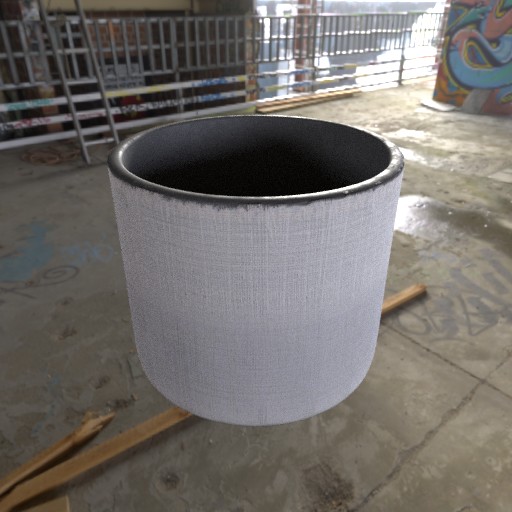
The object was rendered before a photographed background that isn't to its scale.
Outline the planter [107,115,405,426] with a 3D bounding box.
[{"bbox_3d":[0.000,0.000,0.440,0.254,0.221,0.254,0,30,0],"label":"planter"}]
